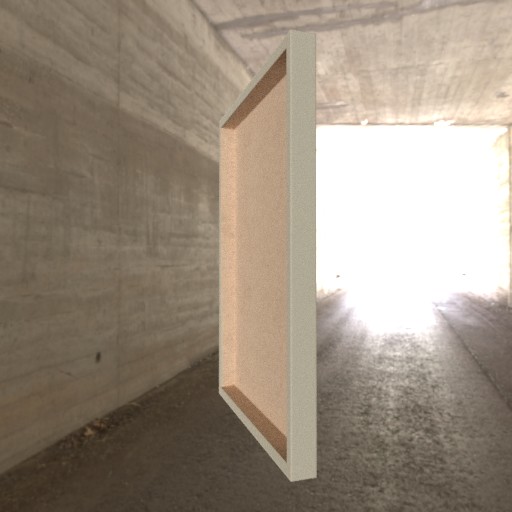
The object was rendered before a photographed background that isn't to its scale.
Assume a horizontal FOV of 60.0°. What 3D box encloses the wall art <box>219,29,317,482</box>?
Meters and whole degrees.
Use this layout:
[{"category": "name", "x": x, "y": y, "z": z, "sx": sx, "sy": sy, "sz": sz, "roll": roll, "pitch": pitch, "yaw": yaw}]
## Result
[{"category": "wall art", "x": 0.000, "y": 0.000, "z": 0.801, "sx": 0.038, "sy": 0.608, "sz": 0.418, "roll": 0, "pitch": -1, "yaw": -18}]
